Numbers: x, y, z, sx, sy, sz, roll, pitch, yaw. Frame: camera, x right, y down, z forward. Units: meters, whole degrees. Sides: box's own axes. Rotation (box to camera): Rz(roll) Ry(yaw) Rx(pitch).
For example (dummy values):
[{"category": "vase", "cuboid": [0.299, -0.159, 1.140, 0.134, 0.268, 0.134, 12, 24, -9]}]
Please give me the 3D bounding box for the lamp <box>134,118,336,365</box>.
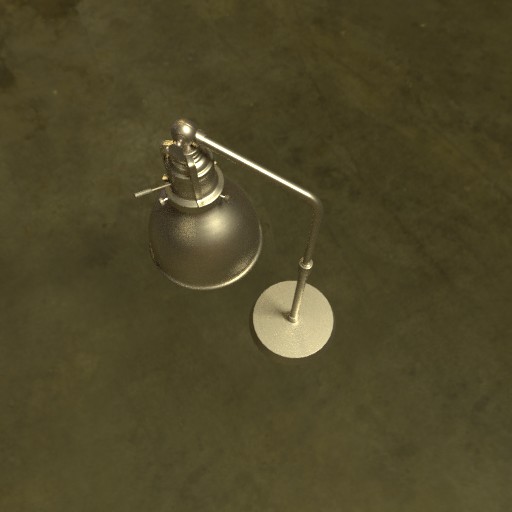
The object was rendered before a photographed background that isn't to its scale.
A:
[{"category": "lamp", "cuboid": [0.000, 0.000, 0.586, 0.286, 0.456, 0.153, 15, 65, 7]}]
